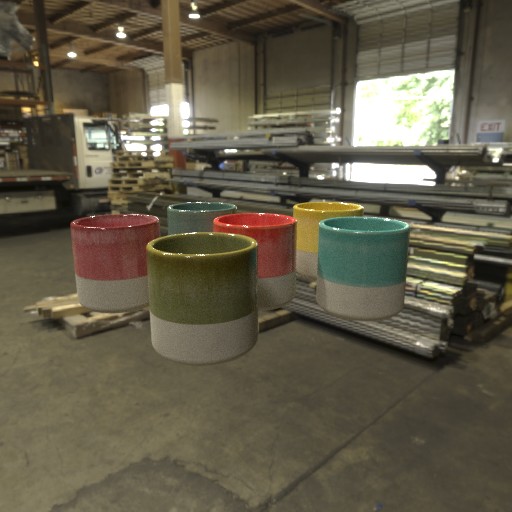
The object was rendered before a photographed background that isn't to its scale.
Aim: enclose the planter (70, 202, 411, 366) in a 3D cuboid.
[{"bbox_3d":[0.000,0.000,0.419,0.257,0.075,0.286,13,19,43],"label":"planter"}]
